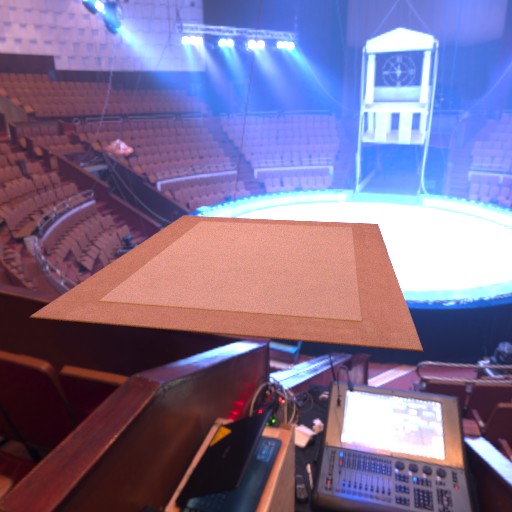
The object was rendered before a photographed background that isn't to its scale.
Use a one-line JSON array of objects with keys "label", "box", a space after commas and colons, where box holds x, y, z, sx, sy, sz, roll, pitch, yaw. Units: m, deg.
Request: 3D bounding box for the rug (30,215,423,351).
[{"label": "rug", "box": [0.000, 0.000, 4.098, 2.438, 0.014, 3.048, 3, 18, 10]}]
